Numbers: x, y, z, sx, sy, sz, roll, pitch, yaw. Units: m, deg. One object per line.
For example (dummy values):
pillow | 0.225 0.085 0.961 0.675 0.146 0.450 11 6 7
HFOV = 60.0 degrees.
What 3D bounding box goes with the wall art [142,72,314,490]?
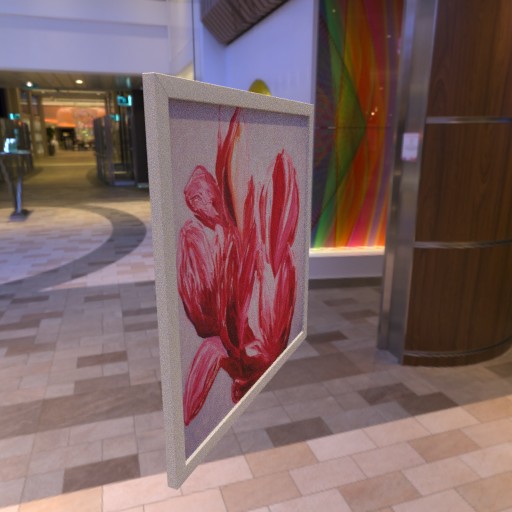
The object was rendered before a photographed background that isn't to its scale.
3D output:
wall art | 0.000 0.000 0.960 0.020 0.661 0.664 7 16 25
